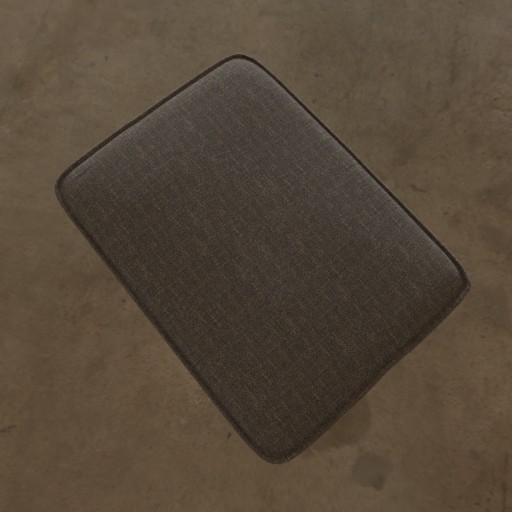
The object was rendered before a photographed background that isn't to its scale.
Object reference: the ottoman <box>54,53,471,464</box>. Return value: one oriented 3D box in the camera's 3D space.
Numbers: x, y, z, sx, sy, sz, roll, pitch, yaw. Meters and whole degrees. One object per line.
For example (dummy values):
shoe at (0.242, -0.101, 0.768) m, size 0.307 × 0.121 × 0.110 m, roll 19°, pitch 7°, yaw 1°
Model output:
ottoman at (0.000, 0.000, 1.071) m, size 0.549 × 0.450 × 0.749 m, roll -39°, pitch 78°, yaw -10°
